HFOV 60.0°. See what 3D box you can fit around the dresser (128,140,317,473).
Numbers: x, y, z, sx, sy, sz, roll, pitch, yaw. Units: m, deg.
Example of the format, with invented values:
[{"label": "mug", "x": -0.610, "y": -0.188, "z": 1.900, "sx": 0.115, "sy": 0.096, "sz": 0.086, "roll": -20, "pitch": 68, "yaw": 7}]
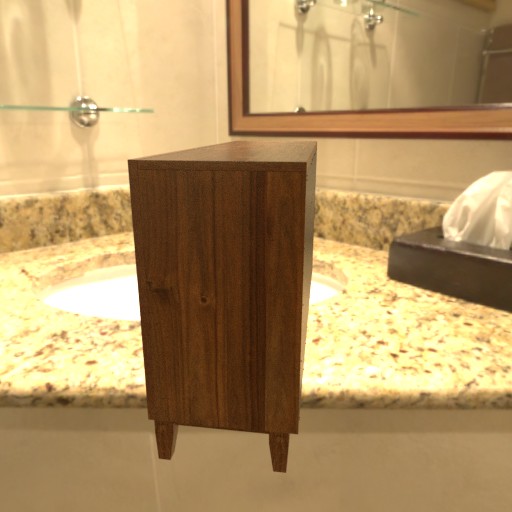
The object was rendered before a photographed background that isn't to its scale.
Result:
[{"label": "dresser", "x": 0.000, "y": 0.000, "z": 1.824, "sx": 0.446, "sy": 0.873, "sz": 1.400, "roll": 2, "pitch": 17, "yaw": 8}]
